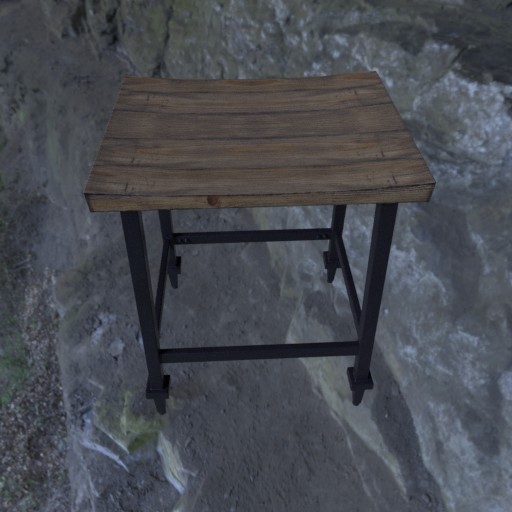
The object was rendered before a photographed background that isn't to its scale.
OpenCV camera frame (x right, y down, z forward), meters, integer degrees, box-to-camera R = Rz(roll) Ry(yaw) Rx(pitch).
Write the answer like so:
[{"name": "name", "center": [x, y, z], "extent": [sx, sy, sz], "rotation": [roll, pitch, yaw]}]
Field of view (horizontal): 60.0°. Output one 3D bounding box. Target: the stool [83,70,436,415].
[{"name": "stool", "center": [0.000, 0.000, 0.932], "extent": [0.486, 0.625, 0.405], "rotation": [-2, 46, -2]}]
